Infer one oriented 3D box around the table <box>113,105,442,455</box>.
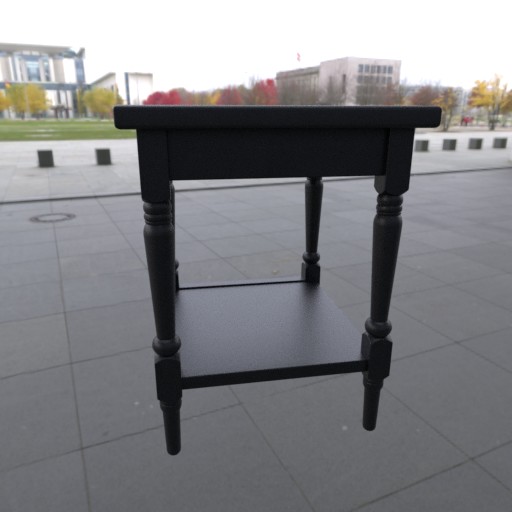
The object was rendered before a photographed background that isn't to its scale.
[{"bbox_3d":[0.000,0.000,0.892,0.442,0.565,0.488,-3,18,-9],"label":"table"}]
